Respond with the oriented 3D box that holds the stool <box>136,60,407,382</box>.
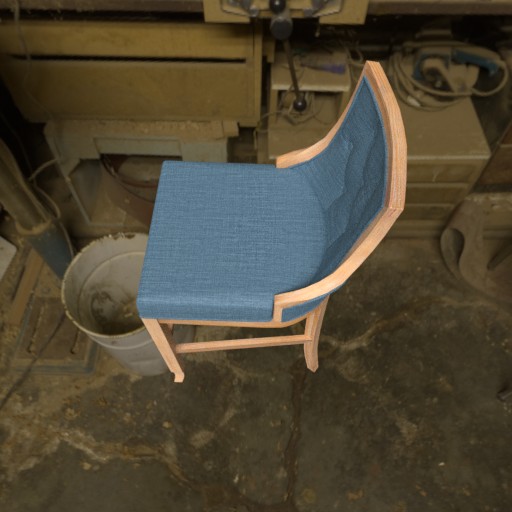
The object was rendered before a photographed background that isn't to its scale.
[{"bbox_3d":[0.000,0.000,1.410,0.626,1.101,0.524,2,59,1],"label":"stool"}]
